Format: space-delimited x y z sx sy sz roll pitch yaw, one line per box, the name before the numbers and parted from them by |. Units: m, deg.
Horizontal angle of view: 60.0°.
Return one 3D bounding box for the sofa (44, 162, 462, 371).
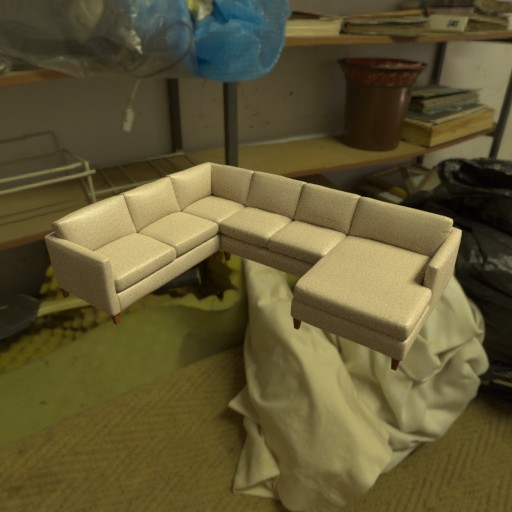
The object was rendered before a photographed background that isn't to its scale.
sofa | 0.000 0.000 4.626 3.460 0.961 2.594 19 35 30
